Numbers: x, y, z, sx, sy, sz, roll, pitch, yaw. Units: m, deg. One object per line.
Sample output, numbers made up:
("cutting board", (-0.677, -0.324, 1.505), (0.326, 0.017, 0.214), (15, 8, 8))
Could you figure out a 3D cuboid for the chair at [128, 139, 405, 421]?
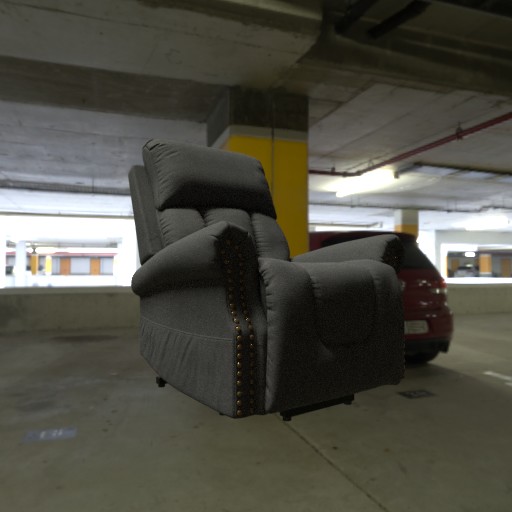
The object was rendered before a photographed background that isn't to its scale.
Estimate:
("chair", (0.000, 0.000, 1.734), (0.871, 1.031, 0.979), (1, -2, -37))
